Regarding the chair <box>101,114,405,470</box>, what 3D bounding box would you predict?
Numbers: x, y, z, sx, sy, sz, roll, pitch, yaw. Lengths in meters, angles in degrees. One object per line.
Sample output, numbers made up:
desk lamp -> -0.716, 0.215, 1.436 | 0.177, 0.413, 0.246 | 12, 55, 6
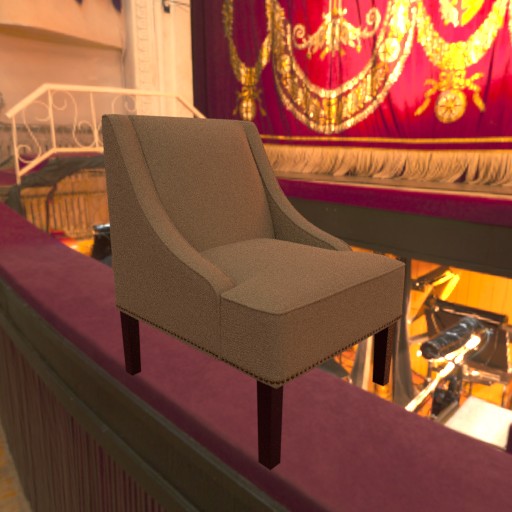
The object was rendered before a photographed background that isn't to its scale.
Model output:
chair -> 0.000, 0.000, 1.417 | 0.748, 0.872, 0.628 | 14, 19, 43
